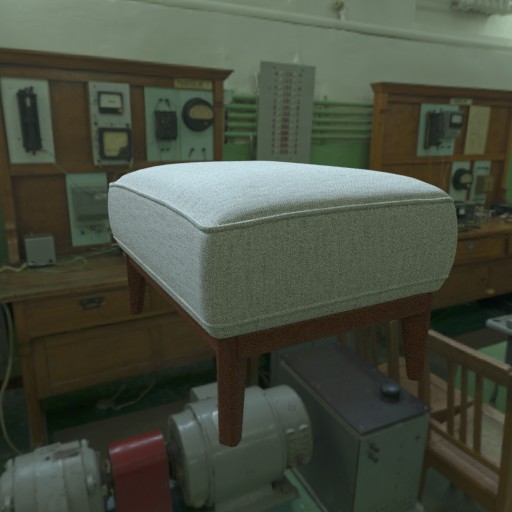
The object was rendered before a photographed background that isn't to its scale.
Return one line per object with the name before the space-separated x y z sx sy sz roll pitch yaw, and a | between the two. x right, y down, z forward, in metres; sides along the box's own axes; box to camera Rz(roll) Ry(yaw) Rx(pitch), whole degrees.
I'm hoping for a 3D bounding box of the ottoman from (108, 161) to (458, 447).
ottoman | 0.000 0.000 1.148 0.594 0.465 0.794 -8 17 -27
